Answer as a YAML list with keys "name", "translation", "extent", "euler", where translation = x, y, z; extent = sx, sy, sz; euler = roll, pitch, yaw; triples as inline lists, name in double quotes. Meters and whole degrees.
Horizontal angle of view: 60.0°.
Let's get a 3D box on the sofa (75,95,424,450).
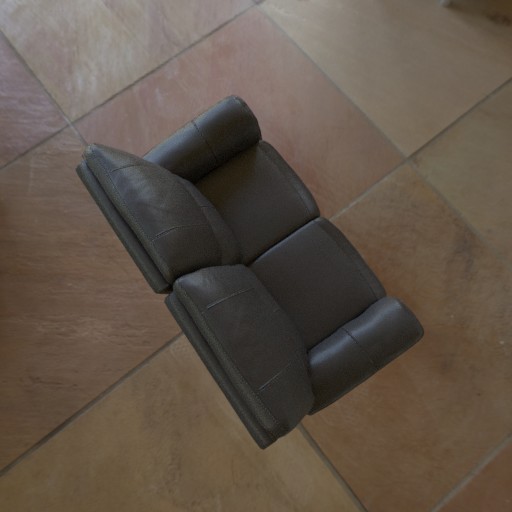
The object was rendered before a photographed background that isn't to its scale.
- name: "sofa"
  translation: [0.000, 0.000, 2.531]
  extent: [1.104, 1.111, 1.765]
  euler: [-34, 77, -9]
